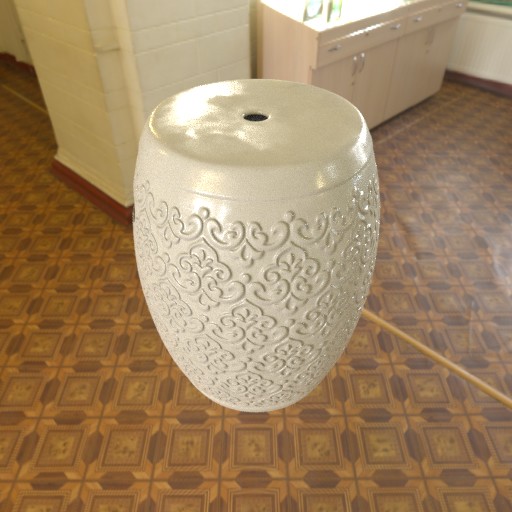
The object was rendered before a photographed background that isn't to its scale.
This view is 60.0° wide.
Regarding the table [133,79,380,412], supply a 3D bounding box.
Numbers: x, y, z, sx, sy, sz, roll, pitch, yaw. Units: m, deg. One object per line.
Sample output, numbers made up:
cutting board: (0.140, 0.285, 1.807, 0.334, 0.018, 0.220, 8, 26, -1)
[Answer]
table: (0.000, 0.000, 0.600, 0.309, 0.397, 0.309, 0, 40, 0)
